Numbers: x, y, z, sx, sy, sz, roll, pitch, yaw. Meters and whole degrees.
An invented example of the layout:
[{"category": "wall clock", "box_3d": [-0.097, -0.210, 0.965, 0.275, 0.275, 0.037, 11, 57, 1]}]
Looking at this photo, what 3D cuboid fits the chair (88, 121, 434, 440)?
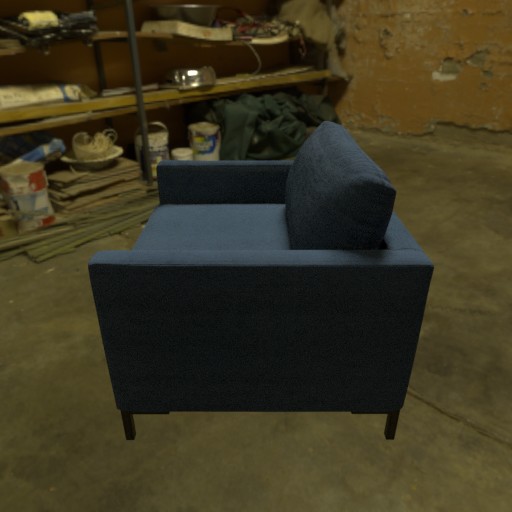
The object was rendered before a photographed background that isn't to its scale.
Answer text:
[{"category": "chair", "box_3d": [0.000, 0.000, 1.577, 0.875, 0.812, 0.964, 0, 27, 0]}]
